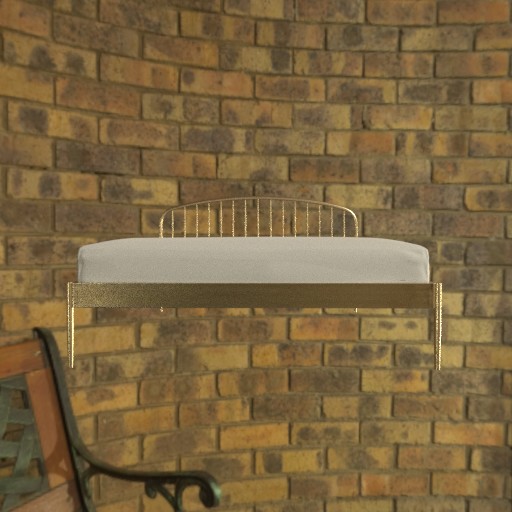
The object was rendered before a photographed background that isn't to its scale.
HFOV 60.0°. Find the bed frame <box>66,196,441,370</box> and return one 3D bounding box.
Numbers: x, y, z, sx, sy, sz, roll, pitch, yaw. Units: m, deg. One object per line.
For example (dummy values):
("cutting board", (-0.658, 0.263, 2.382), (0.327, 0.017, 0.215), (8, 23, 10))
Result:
("bed frame", (0.000, 0.000, 3.442), (2.016, 1.174, 2.152), (0, 1, 1))
